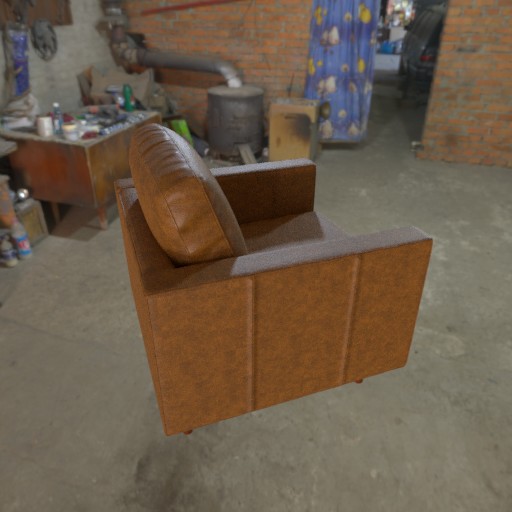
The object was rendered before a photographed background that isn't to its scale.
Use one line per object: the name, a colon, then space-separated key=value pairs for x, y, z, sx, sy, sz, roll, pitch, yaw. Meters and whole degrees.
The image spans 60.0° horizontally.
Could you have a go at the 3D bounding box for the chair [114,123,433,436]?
chair: x=0.000 y=0.000 z=1.682 sx=0.909 sy=0.956 sz=0.890 roll=-10 pitch=31 yaw=-18
